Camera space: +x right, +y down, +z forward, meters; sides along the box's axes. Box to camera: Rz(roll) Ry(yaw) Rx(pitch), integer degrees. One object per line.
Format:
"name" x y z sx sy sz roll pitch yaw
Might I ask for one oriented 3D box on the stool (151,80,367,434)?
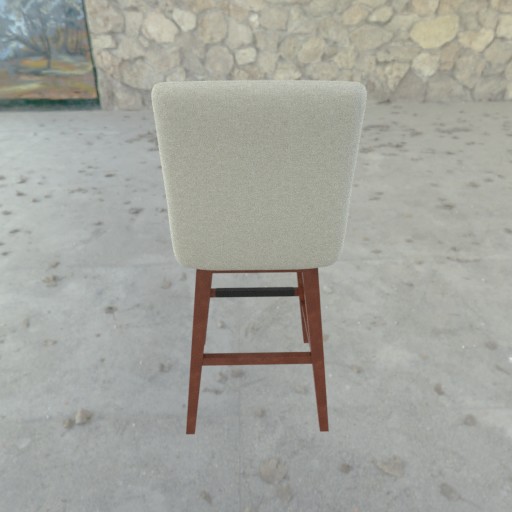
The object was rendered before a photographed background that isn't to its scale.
"stool" 0.000 0.000 1.386 0.470 1.092 0.559 -1 29 -1
